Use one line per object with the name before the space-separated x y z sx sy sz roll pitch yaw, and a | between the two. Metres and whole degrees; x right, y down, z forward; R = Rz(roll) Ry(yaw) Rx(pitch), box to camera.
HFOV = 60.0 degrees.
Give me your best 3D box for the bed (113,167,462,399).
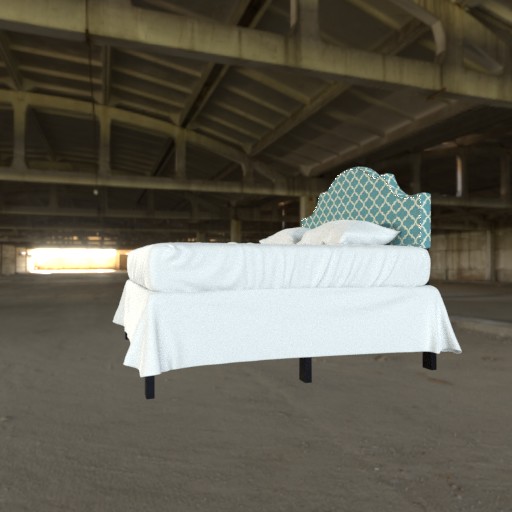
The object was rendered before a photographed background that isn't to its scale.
bed | 0.000 0.000 3.715 2.222 1.601 2.314 0 -1 -20
